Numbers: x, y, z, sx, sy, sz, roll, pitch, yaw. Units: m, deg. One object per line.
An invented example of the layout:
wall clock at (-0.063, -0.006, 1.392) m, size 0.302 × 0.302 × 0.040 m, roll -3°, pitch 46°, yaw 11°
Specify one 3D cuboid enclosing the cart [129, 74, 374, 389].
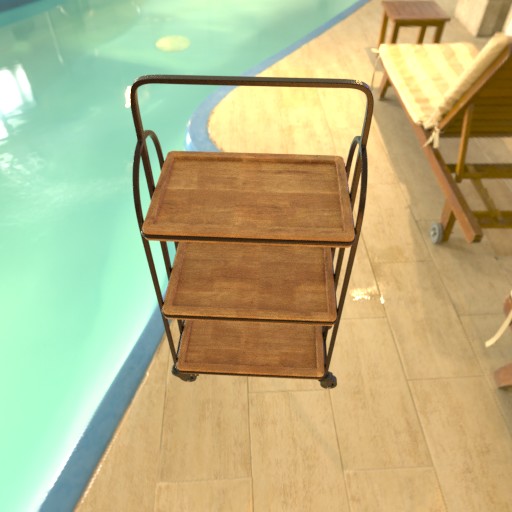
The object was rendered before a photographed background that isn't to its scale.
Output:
cart at (0.000, 0.000, 1.228) m, size 0.553 × 1.001 × 0.327 m, roll 2°, pitch 46°, yaw 2°
